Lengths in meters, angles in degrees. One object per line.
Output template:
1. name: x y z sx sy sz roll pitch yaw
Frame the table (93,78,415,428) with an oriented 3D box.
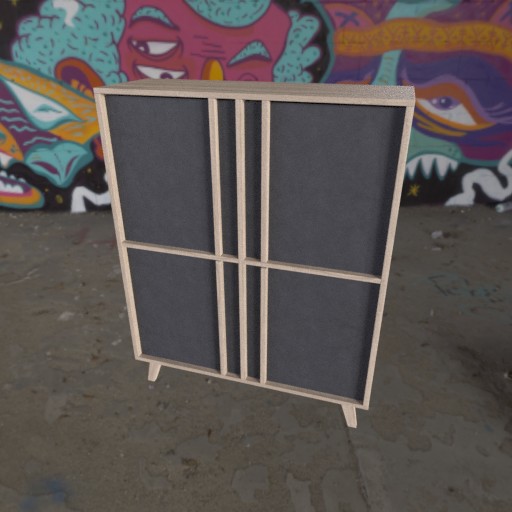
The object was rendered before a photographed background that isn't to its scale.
1. table: 0.000 0.000 1.938 1.111 1.388 0.398 8 28 15
